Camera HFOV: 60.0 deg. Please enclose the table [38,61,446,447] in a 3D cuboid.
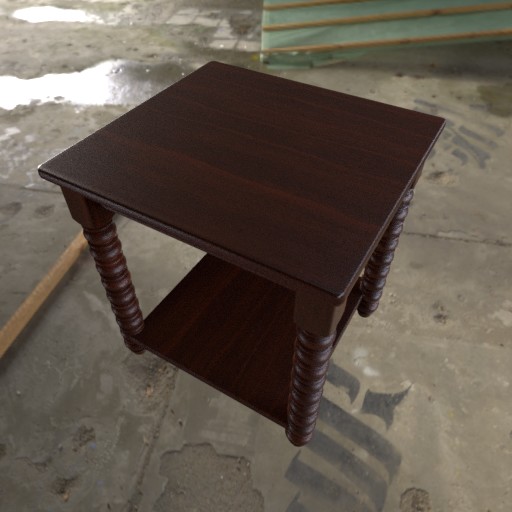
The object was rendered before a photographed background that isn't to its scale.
[{"bbox_3d":[0.000,0.000,0.968,0.533,0.567,0.500,23,50,21],"label":"table"}]
